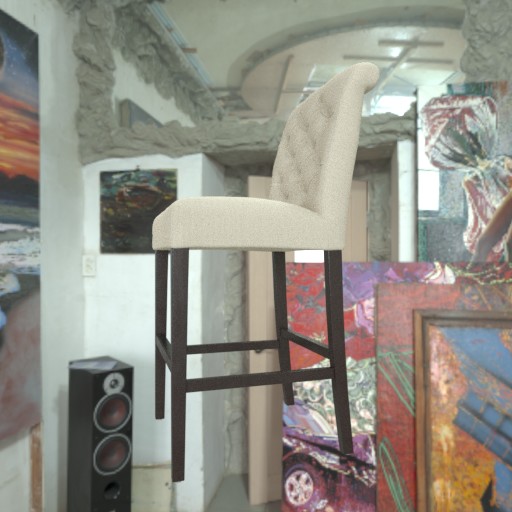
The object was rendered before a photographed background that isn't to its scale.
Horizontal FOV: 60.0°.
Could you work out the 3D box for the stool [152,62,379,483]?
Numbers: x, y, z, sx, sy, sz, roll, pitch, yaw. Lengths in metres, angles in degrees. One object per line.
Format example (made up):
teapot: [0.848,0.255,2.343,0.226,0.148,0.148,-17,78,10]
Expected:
stool: [0.000,0.000,1.393,0.610,1.118,0.482,0,0,-18]
